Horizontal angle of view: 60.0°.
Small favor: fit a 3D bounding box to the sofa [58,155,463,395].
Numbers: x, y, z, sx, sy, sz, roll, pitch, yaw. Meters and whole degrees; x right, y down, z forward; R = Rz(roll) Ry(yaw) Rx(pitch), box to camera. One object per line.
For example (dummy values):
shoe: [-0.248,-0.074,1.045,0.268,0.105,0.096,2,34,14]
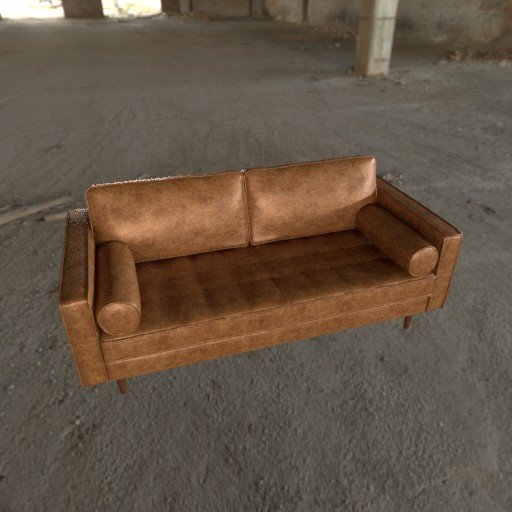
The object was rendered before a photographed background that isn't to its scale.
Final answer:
sofa: [0.000,0.000,2.422,1.920,0.825,0.924,-9,32,-15]
